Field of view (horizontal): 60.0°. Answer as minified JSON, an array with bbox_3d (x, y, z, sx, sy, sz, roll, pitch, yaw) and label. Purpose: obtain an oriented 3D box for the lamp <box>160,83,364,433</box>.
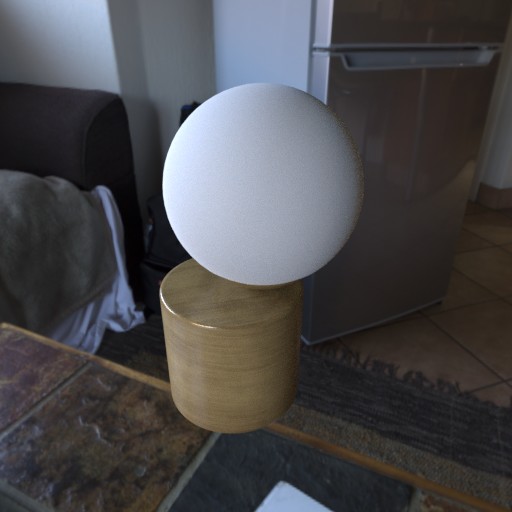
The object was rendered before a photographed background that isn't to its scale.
[{"bbox_3d":[0.000,0.000,0.343,0.152,0.250,0.141,-9,29,-16],"label":"lamp"}]
